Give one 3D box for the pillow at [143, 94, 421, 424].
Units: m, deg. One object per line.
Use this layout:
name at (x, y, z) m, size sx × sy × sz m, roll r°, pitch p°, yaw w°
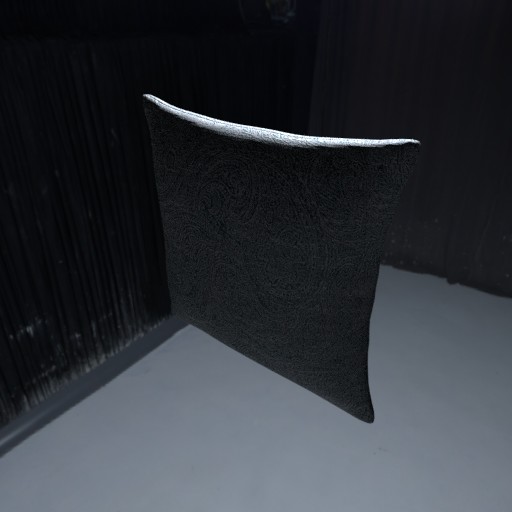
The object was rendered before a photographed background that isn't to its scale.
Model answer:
pillow at (0.000, 0.000, 0.805) m, size 0.526 × 0.507 × 0.166 m, roll 21°, pitch 36°, yaw 33°
